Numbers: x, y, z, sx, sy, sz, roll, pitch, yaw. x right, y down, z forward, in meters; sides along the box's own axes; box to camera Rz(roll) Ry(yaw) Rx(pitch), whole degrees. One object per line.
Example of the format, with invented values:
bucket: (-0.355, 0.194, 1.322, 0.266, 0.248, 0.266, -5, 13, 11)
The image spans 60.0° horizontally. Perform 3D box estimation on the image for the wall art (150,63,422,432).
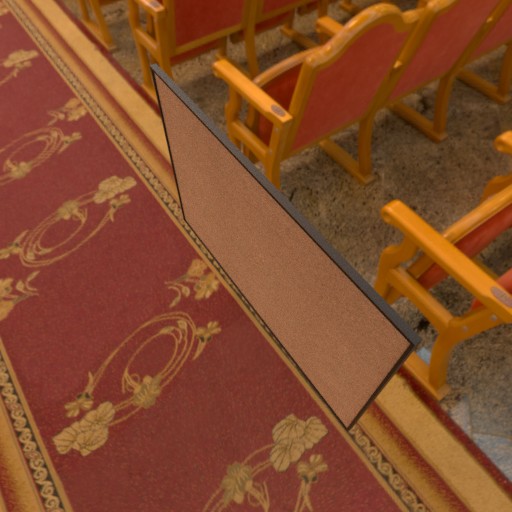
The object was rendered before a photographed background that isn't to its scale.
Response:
wall art: (0.000, 0.000, 1.238, 0.019, 0.660, 0.957, -30, 62, -18)
